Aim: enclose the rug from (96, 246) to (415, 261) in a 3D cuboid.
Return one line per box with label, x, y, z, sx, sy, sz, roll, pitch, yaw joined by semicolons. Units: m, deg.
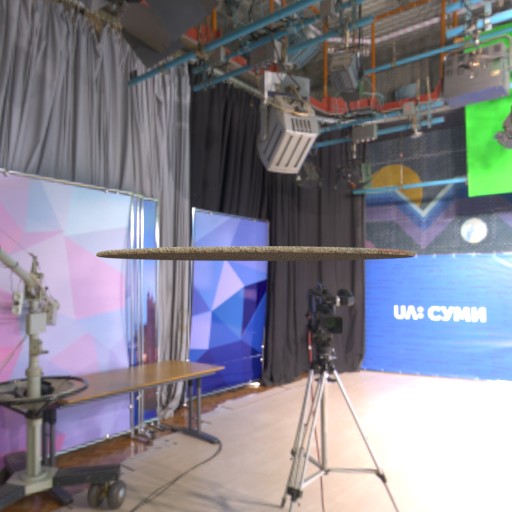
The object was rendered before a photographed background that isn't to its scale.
rug;0.000;0.000;3.625;2.461;0.033;2.461;0;-2;0
